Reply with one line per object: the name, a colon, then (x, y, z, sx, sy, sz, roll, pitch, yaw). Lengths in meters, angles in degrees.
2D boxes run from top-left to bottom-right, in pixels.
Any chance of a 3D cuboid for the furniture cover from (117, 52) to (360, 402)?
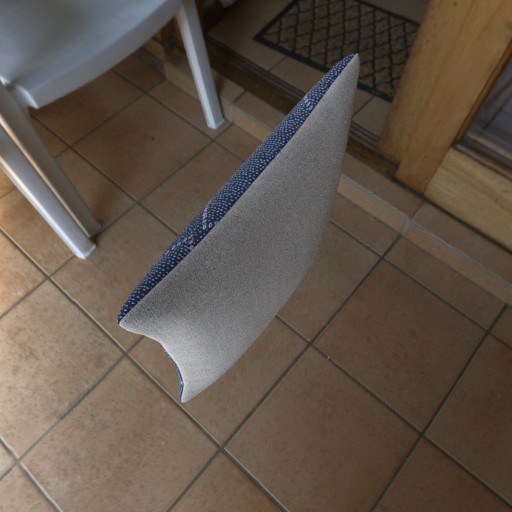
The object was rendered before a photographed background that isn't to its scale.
furniture cover: (0.000, 0.000, 0.773, 0.162, 0.503, 0.511, 32, 67, 15)
